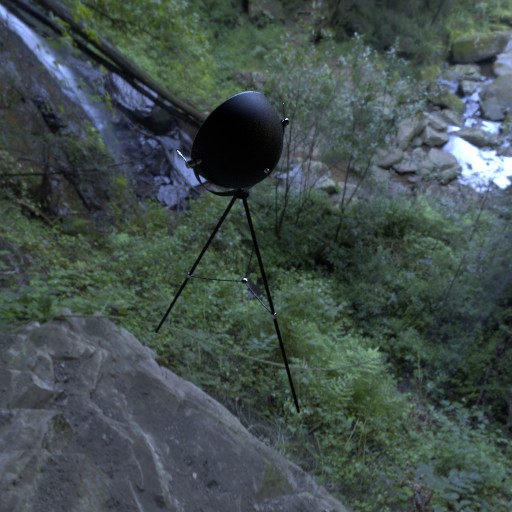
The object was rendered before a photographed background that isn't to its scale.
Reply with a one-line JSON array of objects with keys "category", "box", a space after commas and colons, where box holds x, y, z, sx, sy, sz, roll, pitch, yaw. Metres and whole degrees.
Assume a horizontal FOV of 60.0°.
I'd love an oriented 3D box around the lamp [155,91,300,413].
[{"category": "lamp", "box": [0.000, 0.000, 2.050, 0.817, 1.512, 0.920, -31, 53, -26]}]
